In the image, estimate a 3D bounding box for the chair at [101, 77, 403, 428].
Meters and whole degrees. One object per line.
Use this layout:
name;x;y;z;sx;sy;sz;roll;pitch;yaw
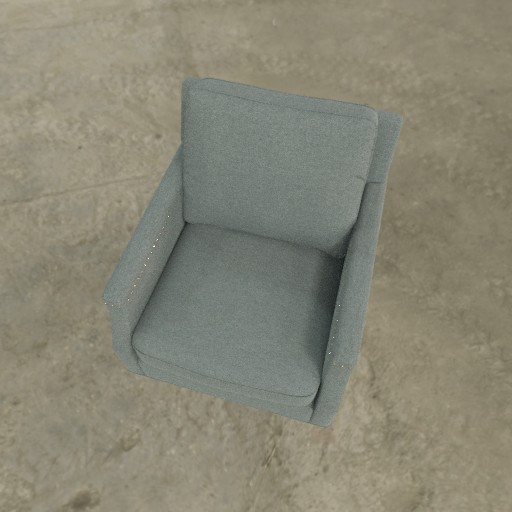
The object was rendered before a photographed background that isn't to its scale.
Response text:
chair;0.000;0.000;1.779;0.885;1.031;1.031;13;58;8
